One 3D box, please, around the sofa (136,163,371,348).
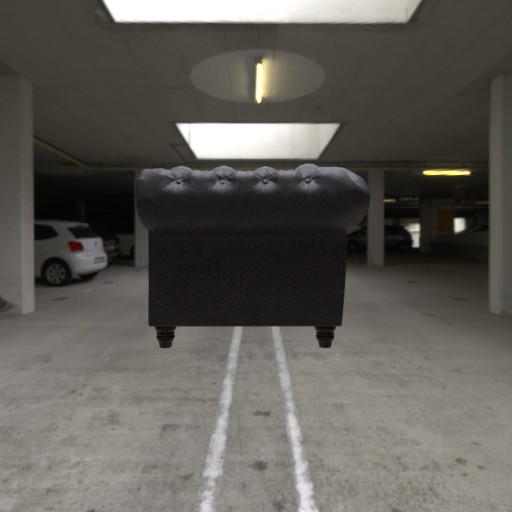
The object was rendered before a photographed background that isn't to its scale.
[{"bbox_3d":[0.000,0.000,2.873,0.944,0.783,2.385,0,0,0],"label":"sofa"}]
